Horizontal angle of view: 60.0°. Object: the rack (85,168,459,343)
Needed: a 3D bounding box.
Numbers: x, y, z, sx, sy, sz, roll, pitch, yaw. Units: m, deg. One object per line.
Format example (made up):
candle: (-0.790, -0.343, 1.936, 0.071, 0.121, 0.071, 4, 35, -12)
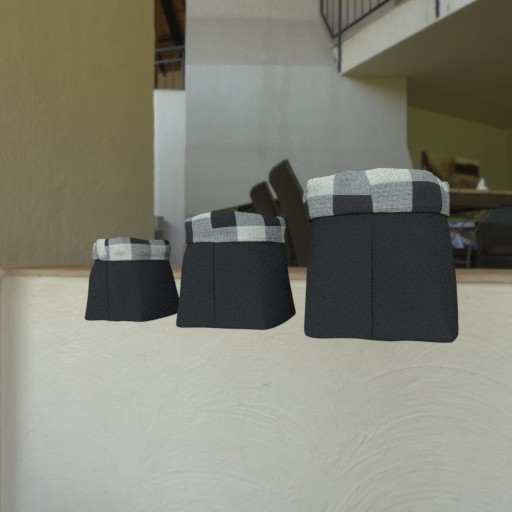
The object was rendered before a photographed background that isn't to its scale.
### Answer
rack: (0.000, 0.000, 1.070, 0.889, 0.329, 0.370, 0, 0, 19)
